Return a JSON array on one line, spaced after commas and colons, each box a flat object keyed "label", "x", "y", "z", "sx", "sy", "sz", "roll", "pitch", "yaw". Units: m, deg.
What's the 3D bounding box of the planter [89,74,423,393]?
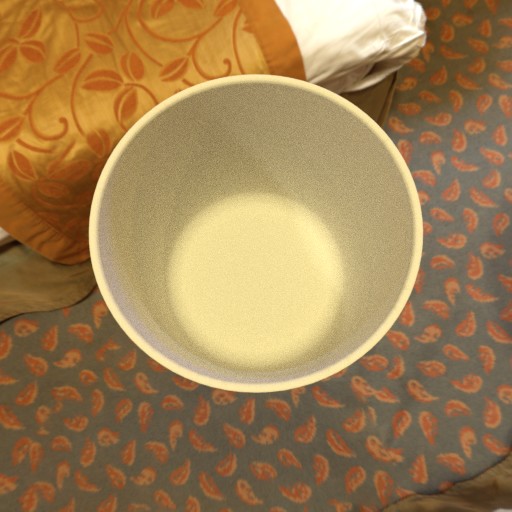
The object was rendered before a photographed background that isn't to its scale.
[{"label": "planter", "x": 0.000, "y": 0.000, "z": 0.776, "sx": 0.440, "sy": 0.398, "sz": 0.440, "roll": 0, "pitch": 76, "yaw": 0}]
